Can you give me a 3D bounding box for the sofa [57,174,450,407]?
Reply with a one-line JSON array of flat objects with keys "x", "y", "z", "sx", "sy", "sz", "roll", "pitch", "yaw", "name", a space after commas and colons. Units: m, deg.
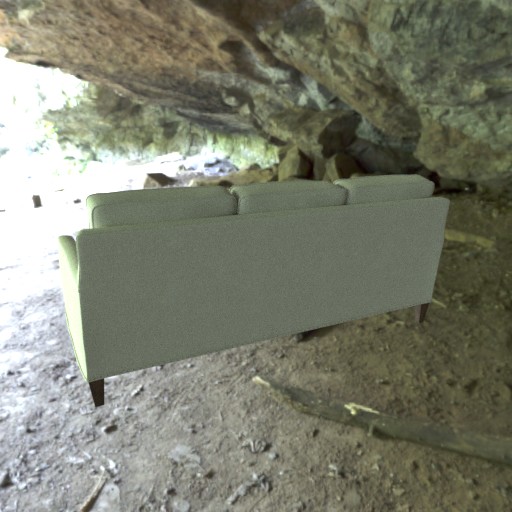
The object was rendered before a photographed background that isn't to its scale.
[{"x": 0.000, "y": 0.000, "z": 2.800, "sx": 2.246, "sy": 1.003, "sz": 1.084, "roll": -8, "pitch": 18, "yaw": -26, "name": "sofa"}]
